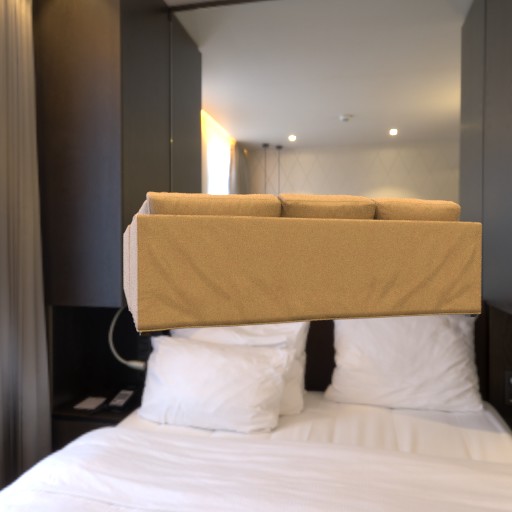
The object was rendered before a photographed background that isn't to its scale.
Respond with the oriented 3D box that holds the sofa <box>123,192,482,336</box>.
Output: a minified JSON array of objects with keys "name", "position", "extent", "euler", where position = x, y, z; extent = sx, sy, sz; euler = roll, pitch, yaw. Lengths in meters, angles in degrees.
[{"name":"sofa","position":[0.000,0.000,4.333],"extent":[2.432,0.871,3.182],"euler":[0,1,-18]}]
